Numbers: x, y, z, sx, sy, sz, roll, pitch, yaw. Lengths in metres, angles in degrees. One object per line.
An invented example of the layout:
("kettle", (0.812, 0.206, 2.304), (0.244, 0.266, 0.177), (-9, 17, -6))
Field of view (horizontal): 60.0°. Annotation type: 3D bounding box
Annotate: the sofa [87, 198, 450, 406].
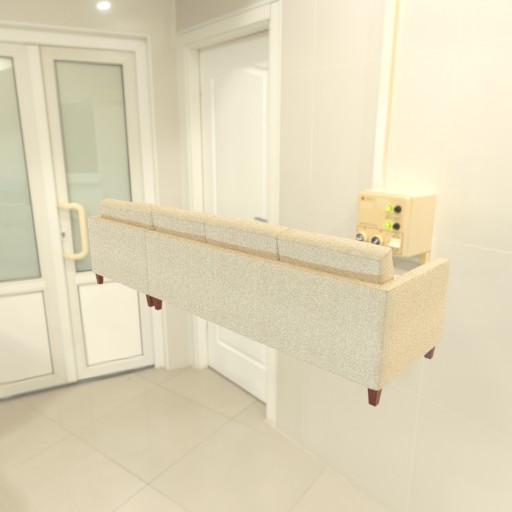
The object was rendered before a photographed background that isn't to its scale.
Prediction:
("sofa", (0.000, 0.000, 4.170), (3.471, 0.954, 1.603), (14, 20, 41))
